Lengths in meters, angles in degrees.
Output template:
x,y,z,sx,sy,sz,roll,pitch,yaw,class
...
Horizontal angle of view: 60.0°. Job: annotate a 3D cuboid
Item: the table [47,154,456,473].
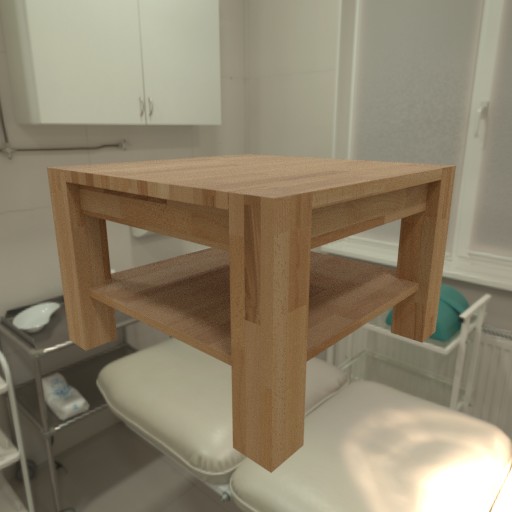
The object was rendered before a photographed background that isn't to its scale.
x,y,z,sx,sy,sz,roll,pitch,yaw,class
0.000,0.000,1.134,0.700,0.451,0.700,14,22,40,table
